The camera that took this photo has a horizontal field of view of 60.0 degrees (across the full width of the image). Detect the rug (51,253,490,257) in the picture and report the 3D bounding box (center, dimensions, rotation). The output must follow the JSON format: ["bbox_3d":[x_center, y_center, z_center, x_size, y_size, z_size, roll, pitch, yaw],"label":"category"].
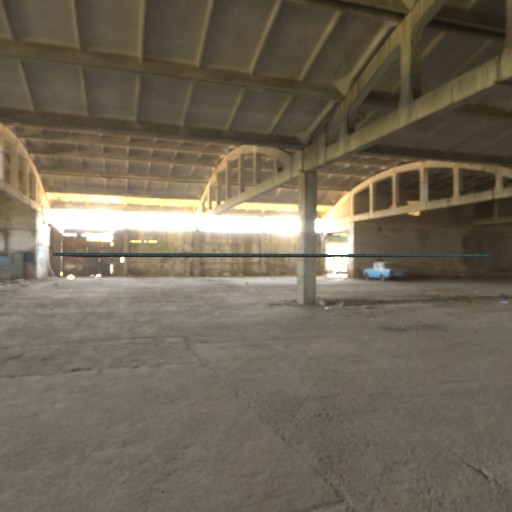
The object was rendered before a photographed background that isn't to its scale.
[{"bbox_3d":[0.000,0.000,2.842,2.205,0.012,1.554,0,0,-17],"label":"rug"}]
